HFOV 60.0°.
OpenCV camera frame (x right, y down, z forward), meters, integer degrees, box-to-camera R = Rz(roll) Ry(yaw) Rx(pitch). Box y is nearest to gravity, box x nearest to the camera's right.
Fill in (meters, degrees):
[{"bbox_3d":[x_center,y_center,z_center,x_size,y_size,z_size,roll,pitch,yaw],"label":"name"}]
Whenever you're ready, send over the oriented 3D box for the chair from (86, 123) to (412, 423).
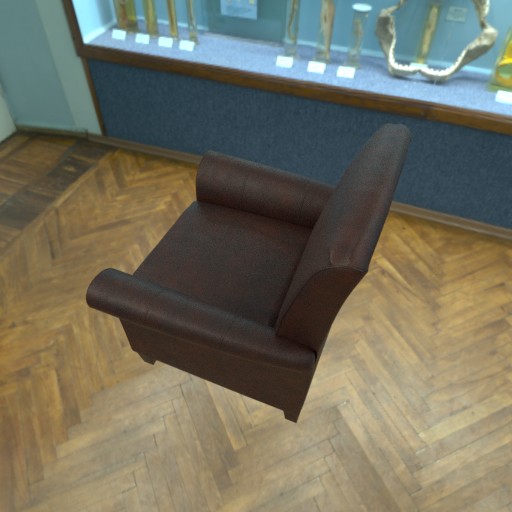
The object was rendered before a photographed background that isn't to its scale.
[{"bbox_3d":[0.000,0.000,1.775,0.902,1.061,0.978,17,48,16],"label":"chair"}]
